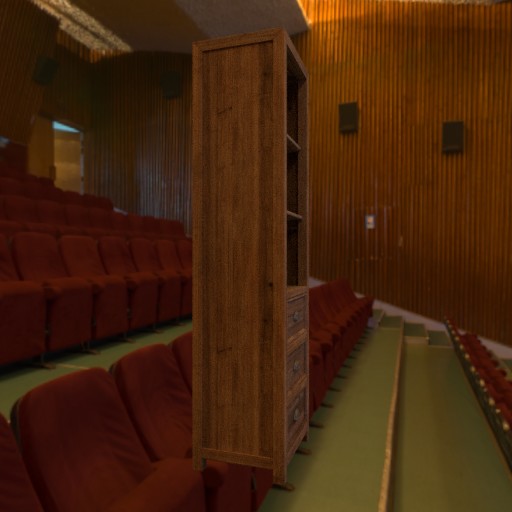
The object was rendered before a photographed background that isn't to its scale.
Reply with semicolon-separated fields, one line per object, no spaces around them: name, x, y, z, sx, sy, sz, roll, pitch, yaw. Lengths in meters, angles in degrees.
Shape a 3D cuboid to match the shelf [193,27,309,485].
shelf;0.000;0.000;2.138;0.428;1.900;0.500;0;0;19
